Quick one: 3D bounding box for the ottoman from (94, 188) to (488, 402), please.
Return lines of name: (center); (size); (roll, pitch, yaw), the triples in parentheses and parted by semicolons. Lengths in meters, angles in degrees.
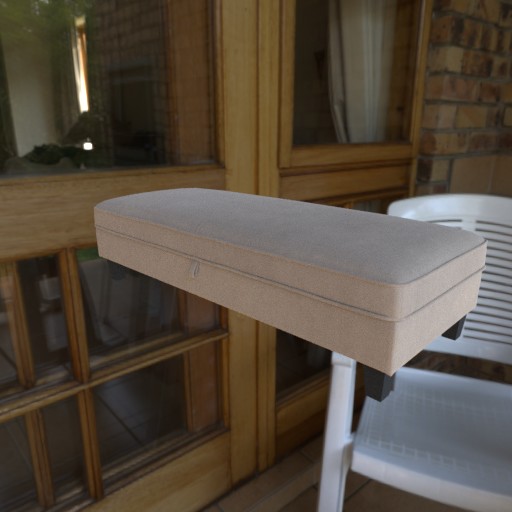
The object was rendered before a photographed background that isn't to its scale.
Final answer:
ottoman: (0.000, 0.000, 1.990); (1.726, 0.460, 0.735); (15, 22, 42)
